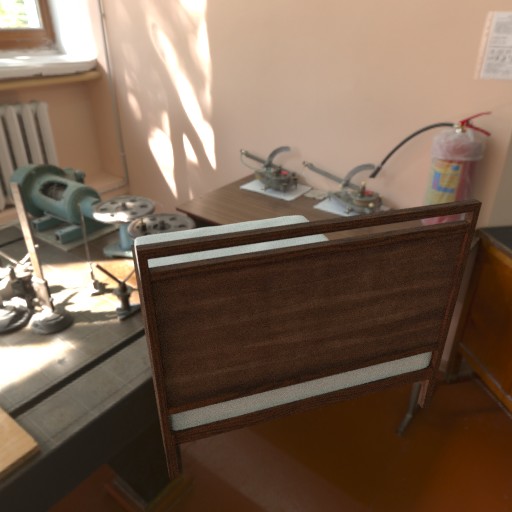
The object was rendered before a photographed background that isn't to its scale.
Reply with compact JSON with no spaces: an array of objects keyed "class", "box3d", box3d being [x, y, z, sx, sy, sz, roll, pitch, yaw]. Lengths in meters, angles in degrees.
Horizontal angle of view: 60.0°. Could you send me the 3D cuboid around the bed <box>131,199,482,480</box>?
[{"class":"bed","box3d":[0.000,0.000,3.355,1.765,1.487,2.218,-9,30,-16]}]
